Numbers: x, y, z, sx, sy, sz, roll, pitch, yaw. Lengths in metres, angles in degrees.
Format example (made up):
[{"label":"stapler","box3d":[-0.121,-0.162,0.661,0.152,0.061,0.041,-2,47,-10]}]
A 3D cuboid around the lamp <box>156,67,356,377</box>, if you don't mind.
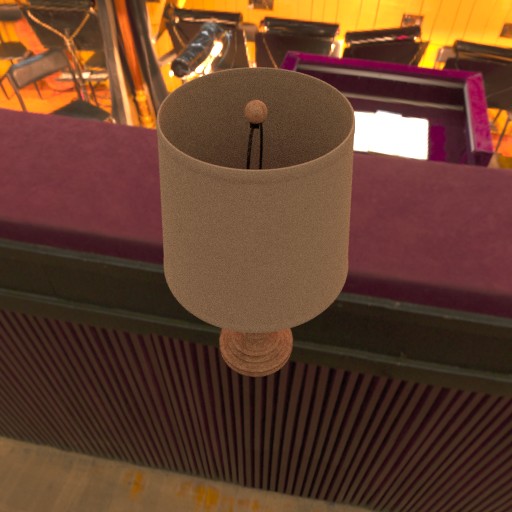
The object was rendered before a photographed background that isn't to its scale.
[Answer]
[{"label":"lamp","box3d":[0.000,0.000,0.664,0.273,0.497,0.273,0,48,0]}]
